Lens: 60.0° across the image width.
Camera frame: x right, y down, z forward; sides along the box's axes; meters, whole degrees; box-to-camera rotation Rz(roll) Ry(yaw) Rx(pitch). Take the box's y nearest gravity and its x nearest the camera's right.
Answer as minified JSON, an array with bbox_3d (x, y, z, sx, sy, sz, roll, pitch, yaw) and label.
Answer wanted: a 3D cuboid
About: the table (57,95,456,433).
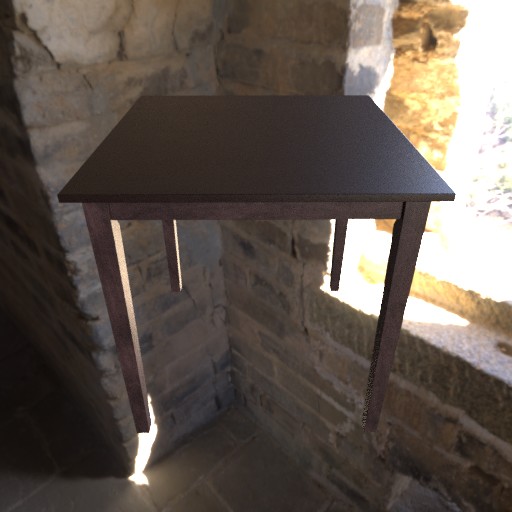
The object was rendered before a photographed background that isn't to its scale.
[{"bbox_3d":[0.000,0.000,1.354,0.749,0.770,0.749,0,33,0],"label":"table"}]
